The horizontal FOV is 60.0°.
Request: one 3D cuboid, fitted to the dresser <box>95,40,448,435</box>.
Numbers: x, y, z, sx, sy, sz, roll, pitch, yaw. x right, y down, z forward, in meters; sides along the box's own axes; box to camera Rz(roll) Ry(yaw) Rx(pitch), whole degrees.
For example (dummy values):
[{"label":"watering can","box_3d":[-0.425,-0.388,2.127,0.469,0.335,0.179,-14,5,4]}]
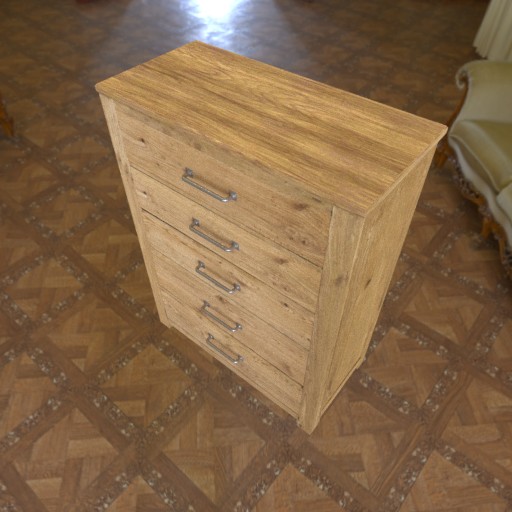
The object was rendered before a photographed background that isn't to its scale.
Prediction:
[{"label":"dresser","box_3d":[0.000,0.000,1.971,1.081,1.431,0.558,31,54,26]}]
